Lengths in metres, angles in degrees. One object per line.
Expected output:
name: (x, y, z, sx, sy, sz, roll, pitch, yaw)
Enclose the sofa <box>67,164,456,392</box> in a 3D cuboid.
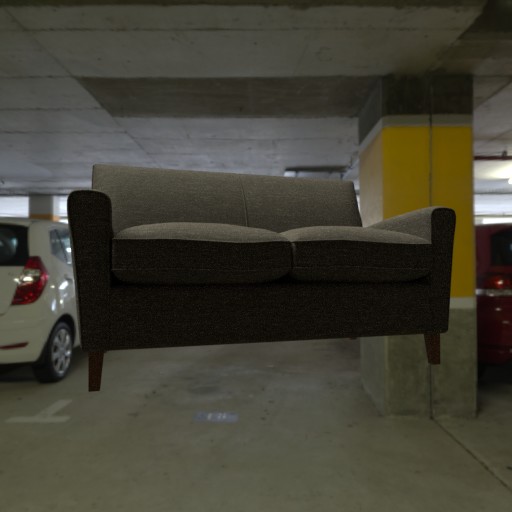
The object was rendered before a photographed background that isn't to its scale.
sofa: (0.000, 0.000, 1.999, 1.509, 0.905, 0.867, 0, -2, -17)
